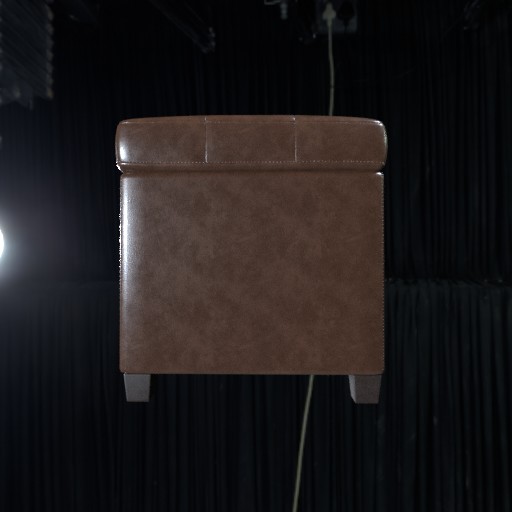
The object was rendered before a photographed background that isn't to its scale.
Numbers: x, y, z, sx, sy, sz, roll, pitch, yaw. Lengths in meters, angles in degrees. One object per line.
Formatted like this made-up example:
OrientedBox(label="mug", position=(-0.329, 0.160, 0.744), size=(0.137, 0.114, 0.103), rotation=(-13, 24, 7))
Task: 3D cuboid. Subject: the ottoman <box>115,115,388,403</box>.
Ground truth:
OrientedBox(label="ottoman", position=(0.000, 0.000, 1.102), size=(0.432, 0.470, 0.838), rotation=(0, 0, 1))
